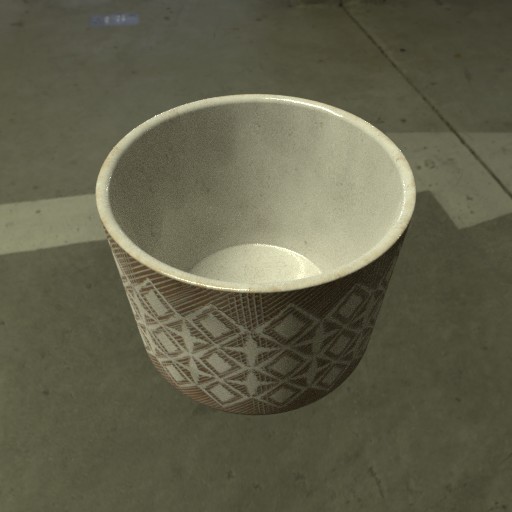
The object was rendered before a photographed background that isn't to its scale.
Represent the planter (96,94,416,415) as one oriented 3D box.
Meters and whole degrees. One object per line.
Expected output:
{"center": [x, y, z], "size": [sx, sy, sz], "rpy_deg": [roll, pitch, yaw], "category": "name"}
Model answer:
{"center": [0.000, 0.000, 0.218], "size": [0.126, 0.104, 0.126], "rpy_deg": [0, 47, 0], "category": "planter"}
